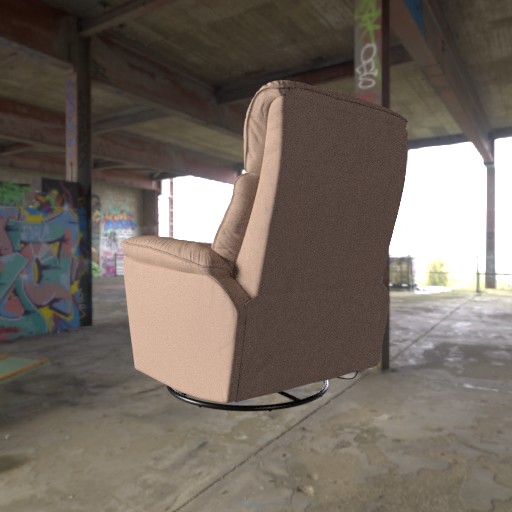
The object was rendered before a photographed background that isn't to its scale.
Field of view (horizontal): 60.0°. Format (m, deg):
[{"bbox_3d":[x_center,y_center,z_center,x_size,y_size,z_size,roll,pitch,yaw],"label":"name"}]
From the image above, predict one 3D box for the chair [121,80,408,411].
[{"bbox_3d":[0.000,0.000,1.748,0.820,1.037,1.004,-1,1,-37],"label":"chair"}]
